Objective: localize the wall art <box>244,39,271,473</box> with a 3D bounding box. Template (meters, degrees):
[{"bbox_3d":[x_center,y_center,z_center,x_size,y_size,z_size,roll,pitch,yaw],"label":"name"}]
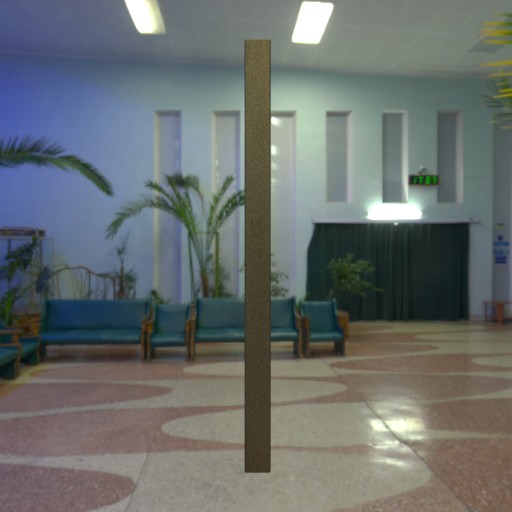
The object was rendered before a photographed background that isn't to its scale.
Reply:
[{"bbox_3d":[0.000,0.000,0.768,0.031,0.506,0.503,0,0,0],"label":"wall art"}]
